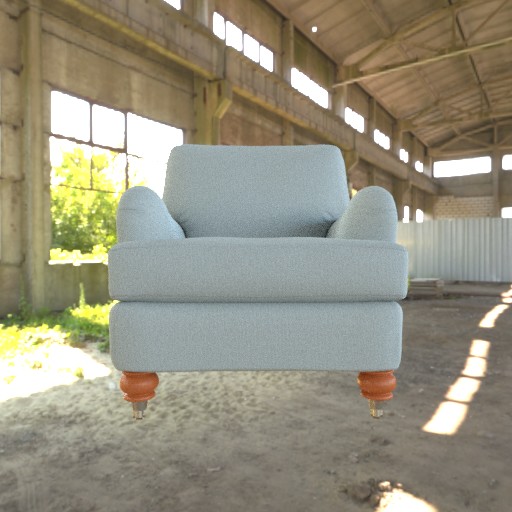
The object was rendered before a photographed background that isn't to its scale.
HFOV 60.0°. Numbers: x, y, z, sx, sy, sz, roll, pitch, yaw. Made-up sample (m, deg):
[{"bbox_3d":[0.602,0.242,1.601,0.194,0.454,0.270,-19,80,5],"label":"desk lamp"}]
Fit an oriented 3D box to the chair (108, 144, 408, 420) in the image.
[{"bbox_3d":[0.000,0.000,1.812,0.955,1.038,1.070,0,0,-1],"label":"chair"}]
